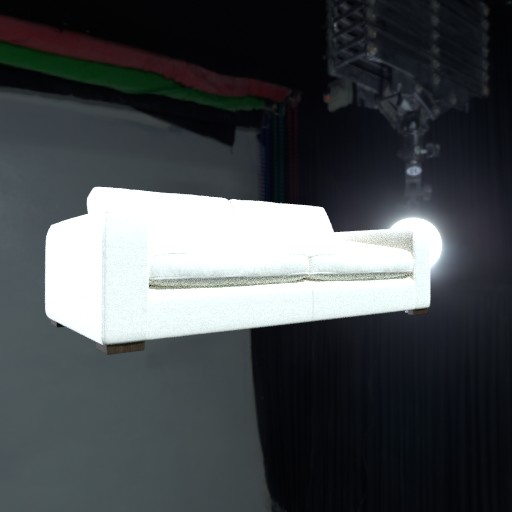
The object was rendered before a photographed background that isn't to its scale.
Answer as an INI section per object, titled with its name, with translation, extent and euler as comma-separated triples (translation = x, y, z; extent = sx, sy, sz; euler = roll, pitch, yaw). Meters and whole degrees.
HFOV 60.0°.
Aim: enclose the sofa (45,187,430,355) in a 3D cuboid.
[sofa]
translation = 0.000, 0.000, 2.801
extent = 2.262, 0.801, 1.070
euler = 0, 0, -36
